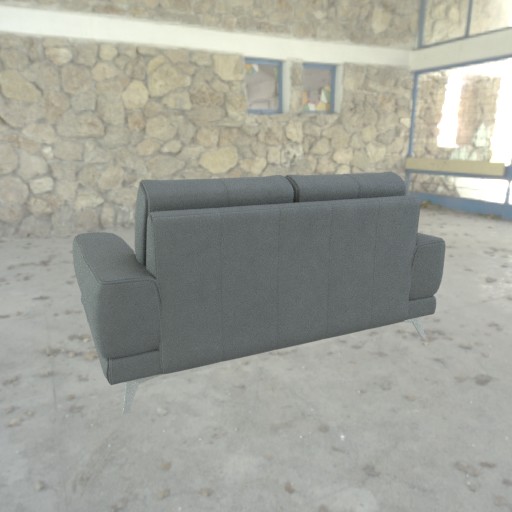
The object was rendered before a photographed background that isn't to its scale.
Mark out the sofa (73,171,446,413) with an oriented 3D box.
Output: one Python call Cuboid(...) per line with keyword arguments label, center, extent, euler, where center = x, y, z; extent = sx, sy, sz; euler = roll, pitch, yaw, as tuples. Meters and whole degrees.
Cuboid(label="sofa", center=(0.000, 0.000, 2.413), extent=(1.806, 0.907, 1.018), euler=(-7, 16, -25))
